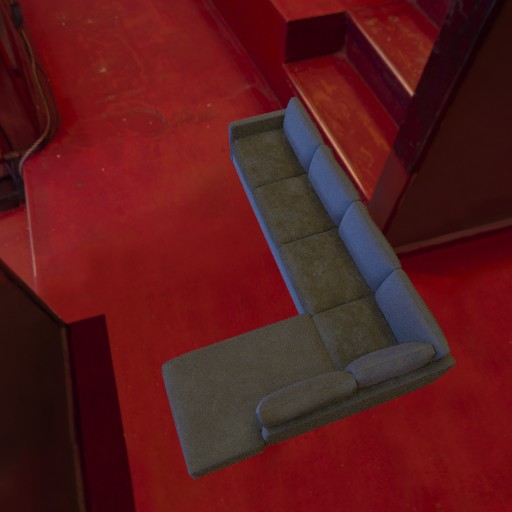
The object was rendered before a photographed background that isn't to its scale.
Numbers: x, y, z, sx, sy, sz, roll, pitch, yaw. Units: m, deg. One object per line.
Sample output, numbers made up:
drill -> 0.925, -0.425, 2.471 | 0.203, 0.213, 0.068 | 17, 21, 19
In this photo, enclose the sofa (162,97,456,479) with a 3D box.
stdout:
sofa -> 0.000, 0.000, 3.242 | 1.707, 0.687, 2.486 | -17, 60, -10
